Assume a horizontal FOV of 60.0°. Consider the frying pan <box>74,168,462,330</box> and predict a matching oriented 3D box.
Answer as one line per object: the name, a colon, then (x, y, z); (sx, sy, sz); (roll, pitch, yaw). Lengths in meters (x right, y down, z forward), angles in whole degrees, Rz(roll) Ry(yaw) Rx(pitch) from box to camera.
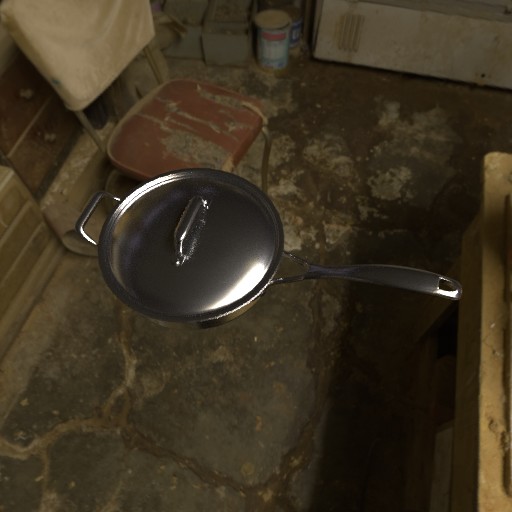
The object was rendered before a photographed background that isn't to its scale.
frying pan: (0.000, 0.000, 0.659); (0.561, 0.114, 0.280); (15, 59, 9)
